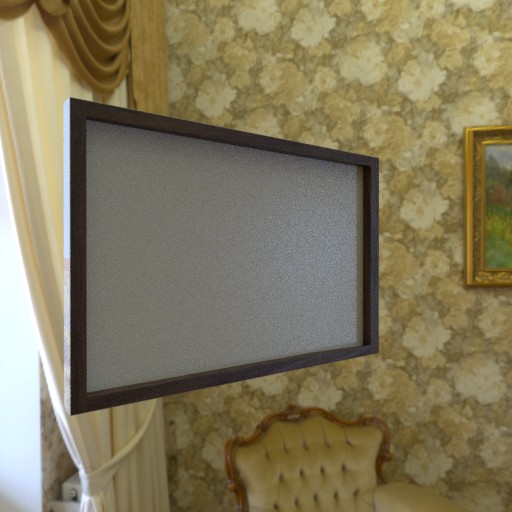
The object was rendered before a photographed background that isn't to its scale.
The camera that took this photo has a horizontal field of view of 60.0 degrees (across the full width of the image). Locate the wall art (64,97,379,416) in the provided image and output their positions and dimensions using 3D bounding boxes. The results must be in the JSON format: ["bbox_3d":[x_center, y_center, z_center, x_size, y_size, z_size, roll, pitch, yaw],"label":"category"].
[{"bbox_3d":[0.000,0.000,1.134,0.914,0.610,0.050,0,0,-36],"label":"wall art"}]
